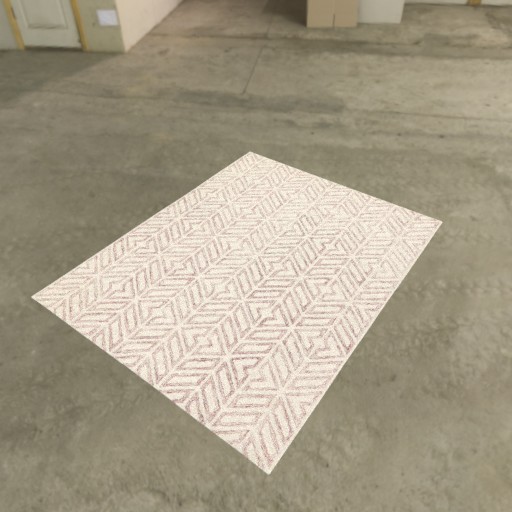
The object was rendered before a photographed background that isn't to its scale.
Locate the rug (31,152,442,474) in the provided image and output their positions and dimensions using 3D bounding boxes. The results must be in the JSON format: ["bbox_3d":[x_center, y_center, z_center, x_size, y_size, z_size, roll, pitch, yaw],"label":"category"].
[{"bbox_3d":[0.000,0.000,4.075,2.421,0.008,3.045,26,48,26],"label":"rug"}]
